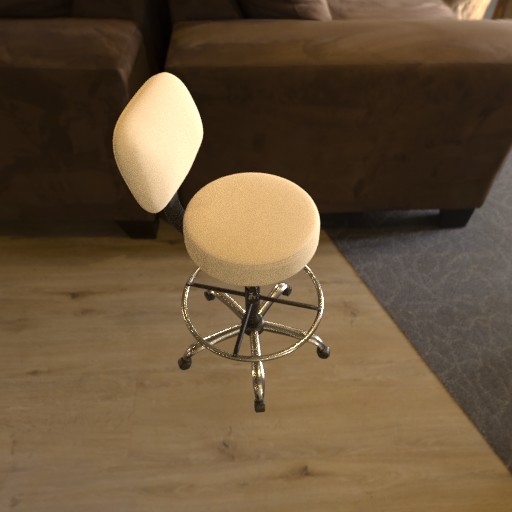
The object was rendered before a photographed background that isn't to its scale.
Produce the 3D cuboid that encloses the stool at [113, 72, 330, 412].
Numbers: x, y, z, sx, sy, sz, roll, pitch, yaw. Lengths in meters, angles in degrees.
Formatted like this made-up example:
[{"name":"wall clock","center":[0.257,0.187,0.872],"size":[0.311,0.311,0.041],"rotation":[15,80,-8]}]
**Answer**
[{"name":"stool","center":[0.000,0.000,1.461],"size":[0.616,1.080,0.609],"rotation":[10,49,9]}]
